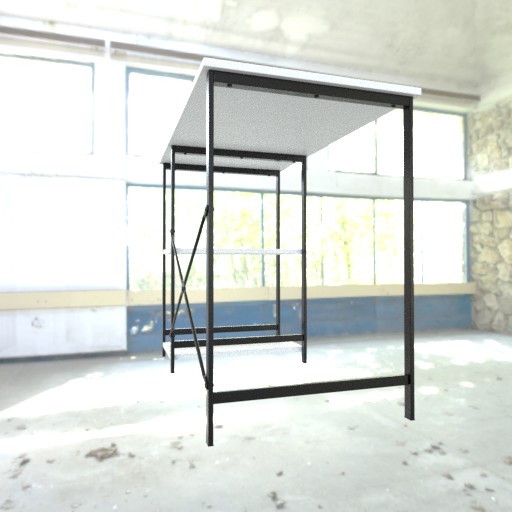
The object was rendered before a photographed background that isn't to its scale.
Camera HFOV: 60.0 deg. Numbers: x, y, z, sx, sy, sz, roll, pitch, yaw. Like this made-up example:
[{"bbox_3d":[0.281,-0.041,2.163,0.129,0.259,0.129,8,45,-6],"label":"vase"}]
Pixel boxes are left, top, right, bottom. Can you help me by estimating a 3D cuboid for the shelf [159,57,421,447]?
[{"bbox_3d":[0.000,0.000,1.350,0.498,0.750,0.902,0,-1,-18],"label":"shelf"}]
